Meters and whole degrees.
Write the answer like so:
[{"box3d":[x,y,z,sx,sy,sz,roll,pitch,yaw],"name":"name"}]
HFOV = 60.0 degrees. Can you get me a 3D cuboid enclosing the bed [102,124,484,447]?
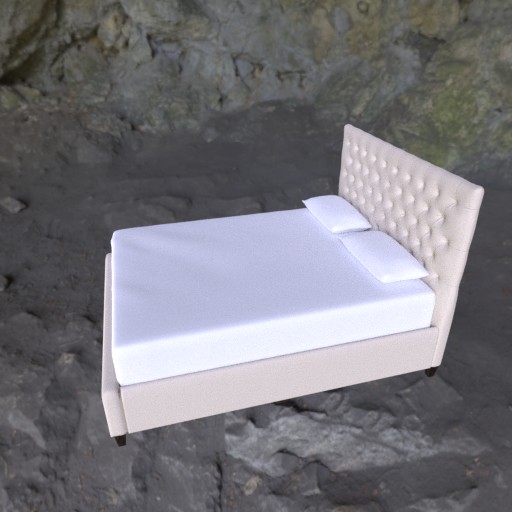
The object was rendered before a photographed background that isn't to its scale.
[{"box3d":[0.000,0.000,3.252,2.233,1.426,1.696,-8,30,-14],"name":"bed"}]
